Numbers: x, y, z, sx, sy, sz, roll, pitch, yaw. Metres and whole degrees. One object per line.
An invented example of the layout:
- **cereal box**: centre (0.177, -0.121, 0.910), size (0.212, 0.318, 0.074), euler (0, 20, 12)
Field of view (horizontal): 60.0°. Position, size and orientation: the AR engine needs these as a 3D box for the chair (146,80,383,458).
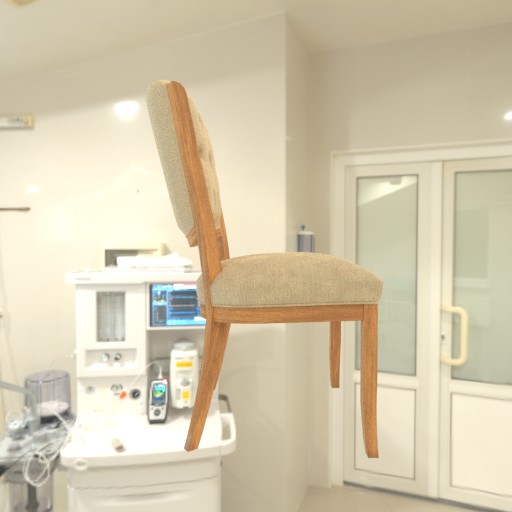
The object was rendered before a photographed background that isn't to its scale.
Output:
- **chair**: centre (0.000, 0.000, 1.253), size (0.584, 0.905, 0.513), euler (0, 2, 0)
